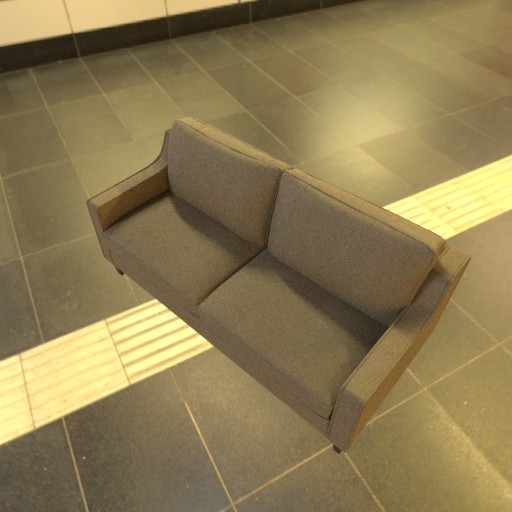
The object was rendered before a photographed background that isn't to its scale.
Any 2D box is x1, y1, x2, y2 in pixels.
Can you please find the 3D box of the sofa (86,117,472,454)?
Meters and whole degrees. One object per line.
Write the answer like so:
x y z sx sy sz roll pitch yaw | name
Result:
0.000 0.000 2.853 2.181 1.074 1.073 33 54 27 | sofa
